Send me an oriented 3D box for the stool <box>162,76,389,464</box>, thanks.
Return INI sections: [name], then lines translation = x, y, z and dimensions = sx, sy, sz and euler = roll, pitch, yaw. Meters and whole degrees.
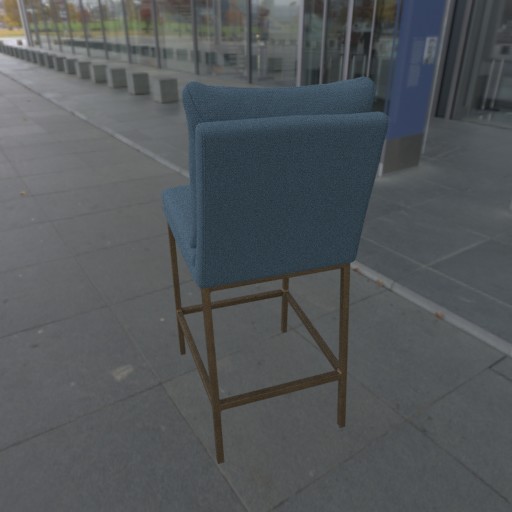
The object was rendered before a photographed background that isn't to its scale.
[stool]
translation = 0.000, 0.000, 1.335
dimensions = 0.463, 1.032, 0.568
euler = -9, 29, -17
